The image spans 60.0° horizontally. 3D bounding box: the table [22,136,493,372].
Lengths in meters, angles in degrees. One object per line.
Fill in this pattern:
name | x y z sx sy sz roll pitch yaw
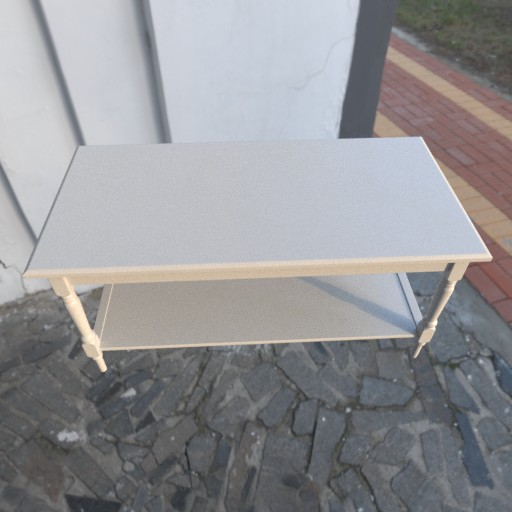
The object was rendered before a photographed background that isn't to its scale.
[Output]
table | 0.000 0.000 1.412 1.109 0.506 0.551 -2 46 -2
